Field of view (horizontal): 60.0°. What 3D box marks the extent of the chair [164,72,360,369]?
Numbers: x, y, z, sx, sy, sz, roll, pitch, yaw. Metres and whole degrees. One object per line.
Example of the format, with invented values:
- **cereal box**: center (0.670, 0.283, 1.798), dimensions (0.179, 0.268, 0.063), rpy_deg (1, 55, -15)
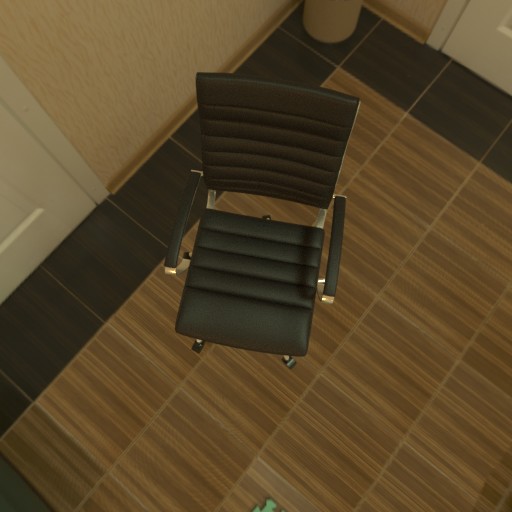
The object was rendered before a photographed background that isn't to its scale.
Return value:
- **chair**: center (0.000, 0.000, 1.632), dimensions (0.766, 1.149, 0.739), rpy_deg (10, 75, 3)
